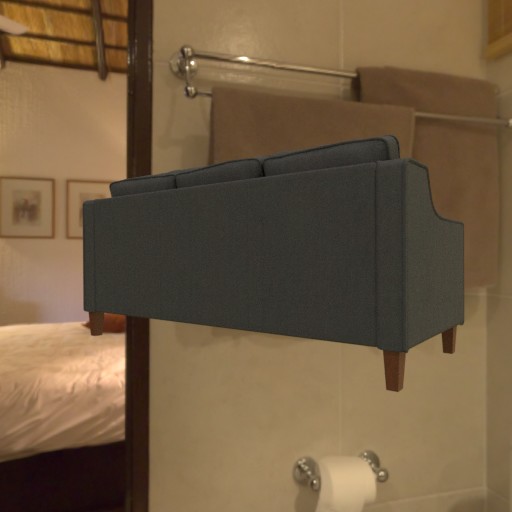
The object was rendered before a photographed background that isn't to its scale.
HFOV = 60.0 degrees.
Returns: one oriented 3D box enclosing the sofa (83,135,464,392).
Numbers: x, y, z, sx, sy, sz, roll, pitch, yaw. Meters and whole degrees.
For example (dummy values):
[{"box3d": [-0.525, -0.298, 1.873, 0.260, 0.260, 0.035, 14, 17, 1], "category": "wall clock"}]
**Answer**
[{"box3d": [0.000, 0.000, 2.485, 1.986, 0.974, 0.911, 0, 0, 37], "category": "sofa"}]
